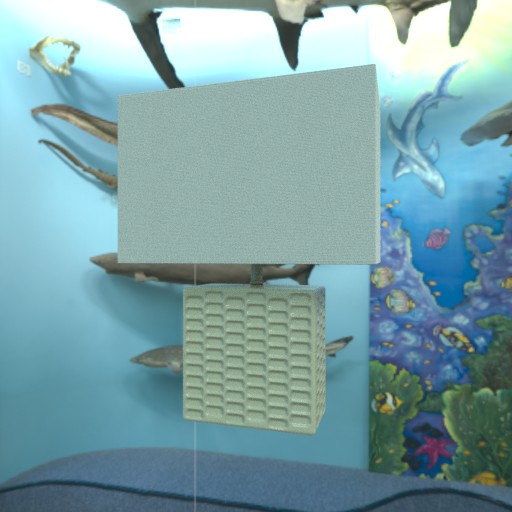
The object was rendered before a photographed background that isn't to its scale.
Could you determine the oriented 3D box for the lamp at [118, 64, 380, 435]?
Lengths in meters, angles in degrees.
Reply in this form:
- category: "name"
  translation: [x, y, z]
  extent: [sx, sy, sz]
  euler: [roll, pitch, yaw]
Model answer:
- category: "lamp"
  translation: [0.000, 0.000, 0.713]
  extent: [0.380, 0.515, 0.200]
  euler: [0, 0, 17]
